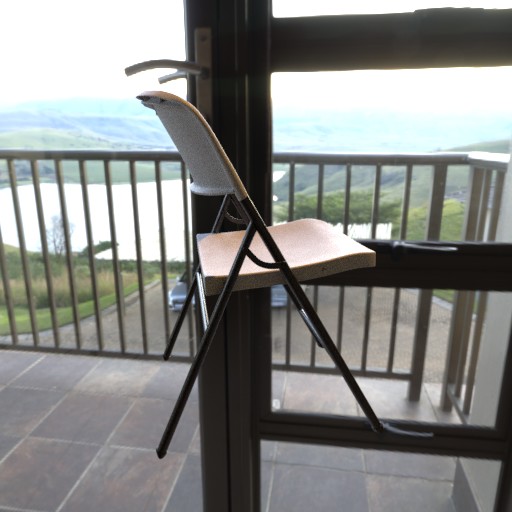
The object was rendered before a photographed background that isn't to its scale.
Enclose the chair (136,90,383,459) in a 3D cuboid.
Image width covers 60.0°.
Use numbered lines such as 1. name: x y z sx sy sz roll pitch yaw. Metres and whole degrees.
1. chair: 0.000 0.000 1.182 0.566 0.810 0.494 -3 16 -9
